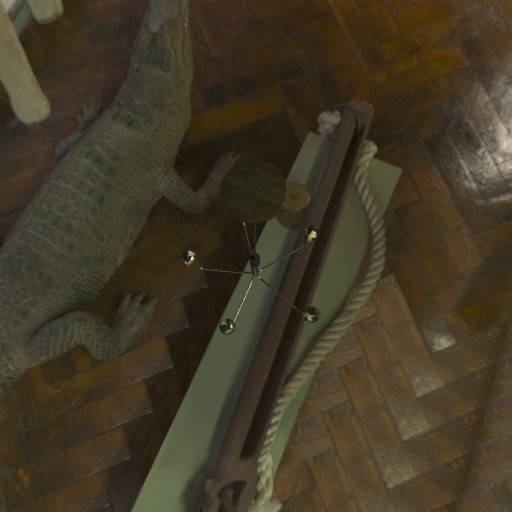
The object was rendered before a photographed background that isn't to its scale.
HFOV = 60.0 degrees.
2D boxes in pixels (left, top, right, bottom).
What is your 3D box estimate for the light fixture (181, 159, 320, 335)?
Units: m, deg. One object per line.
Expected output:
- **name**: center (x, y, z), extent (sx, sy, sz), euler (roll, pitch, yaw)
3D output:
- **light fixture**: center (0.000, 0.000, 1.419), extent (0.588, 1.059, 0.532), euler (23, 79, 5)
